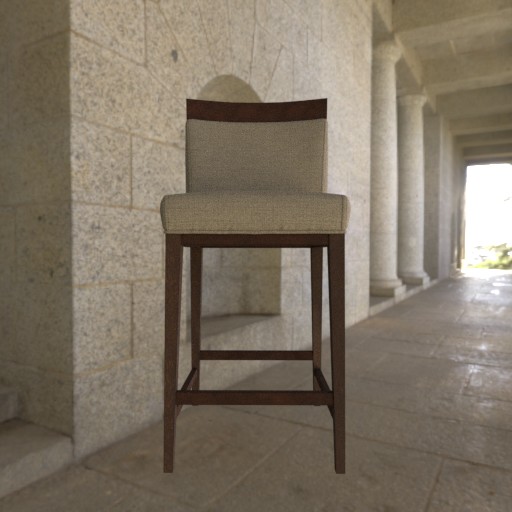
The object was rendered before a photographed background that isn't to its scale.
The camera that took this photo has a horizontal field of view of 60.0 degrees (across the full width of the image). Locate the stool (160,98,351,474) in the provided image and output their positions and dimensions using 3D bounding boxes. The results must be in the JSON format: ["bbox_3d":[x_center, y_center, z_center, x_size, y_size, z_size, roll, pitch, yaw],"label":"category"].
[{"bbox_3d":[0.000,0.000,1.397,0.511,1.117,0.531,0,2,1],"label":"stool"}]
